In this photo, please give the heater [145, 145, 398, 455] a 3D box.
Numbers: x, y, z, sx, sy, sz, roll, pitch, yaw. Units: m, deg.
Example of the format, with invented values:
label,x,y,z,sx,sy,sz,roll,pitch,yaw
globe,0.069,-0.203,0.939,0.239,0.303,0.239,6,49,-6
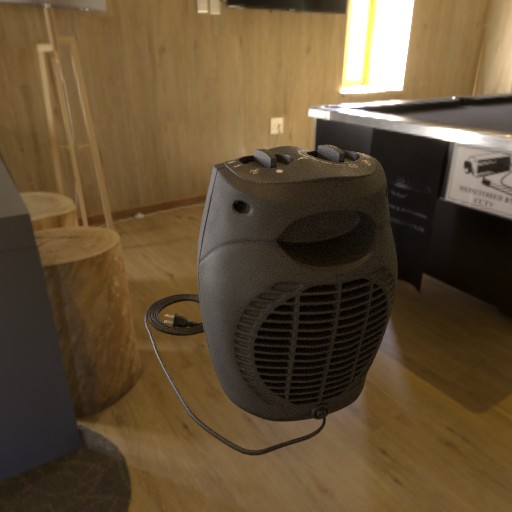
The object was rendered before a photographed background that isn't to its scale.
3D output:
label,x,y,z,sx,sy,sz,roll,pitch,yaw
heater,0.000,0.000,0.468,0.239,0.240,0.291,-8,26,-16
